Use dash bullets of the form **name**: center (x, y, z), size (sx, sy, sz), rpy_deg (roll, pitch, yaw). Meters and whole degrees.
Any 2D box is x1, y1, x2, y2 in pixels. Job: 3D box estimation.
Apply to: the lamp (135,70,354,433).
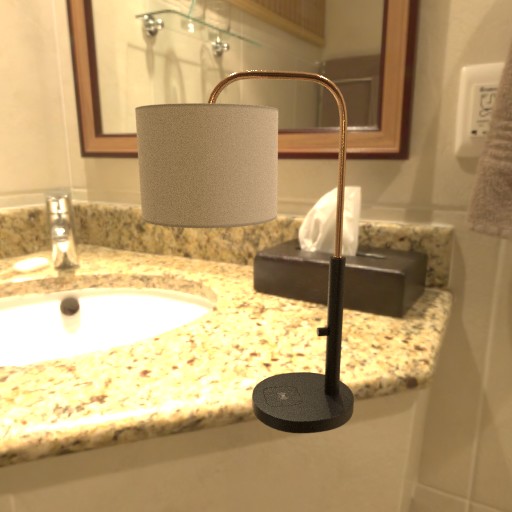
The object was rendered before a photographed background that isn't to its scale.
- **lamp**: center (0.000, 0.000, 0.691), size (0.337, 0.540, 0.199), rpy_deg (-2, 14, -9)
